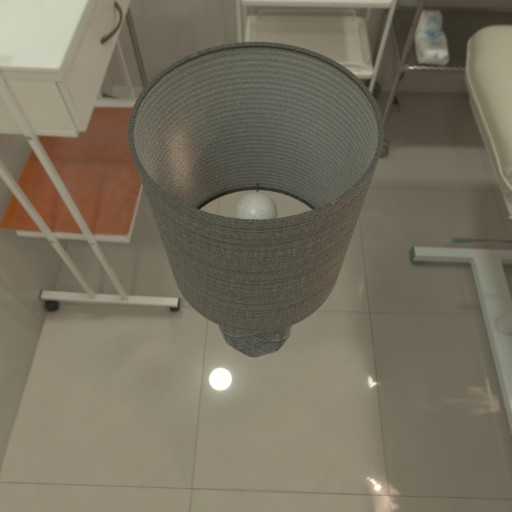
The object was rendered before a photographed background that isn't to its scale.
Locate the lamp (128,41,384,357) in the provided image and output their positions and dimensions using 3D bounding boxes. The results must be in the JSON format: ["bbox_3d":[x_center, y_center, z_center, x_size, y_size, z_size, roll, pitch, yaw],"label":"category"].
[{"bbox_3d":[0.000,0.000,0.712,0.269,0.566,0.268,1,59,1],"label":"lamp"}]
